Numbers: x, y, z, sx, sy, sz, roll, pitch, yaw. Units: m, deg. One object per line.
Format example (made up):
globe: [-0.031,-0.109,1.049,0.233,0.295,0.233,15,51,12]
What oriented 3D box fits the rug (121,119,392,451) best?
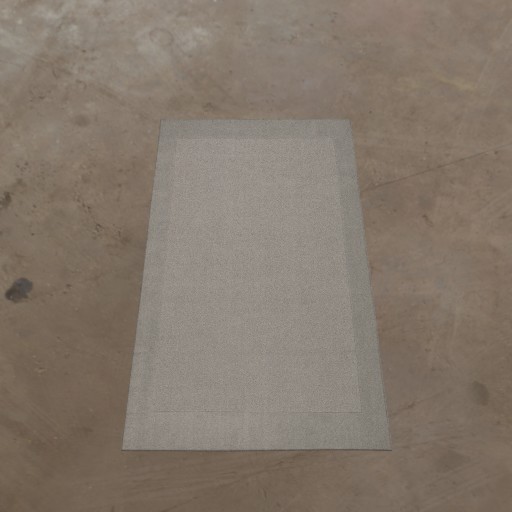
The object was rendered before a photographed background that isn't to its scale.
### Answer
rug: [0.000,0.000,3.022,1.524,0.014,2.438,0,64,0]
